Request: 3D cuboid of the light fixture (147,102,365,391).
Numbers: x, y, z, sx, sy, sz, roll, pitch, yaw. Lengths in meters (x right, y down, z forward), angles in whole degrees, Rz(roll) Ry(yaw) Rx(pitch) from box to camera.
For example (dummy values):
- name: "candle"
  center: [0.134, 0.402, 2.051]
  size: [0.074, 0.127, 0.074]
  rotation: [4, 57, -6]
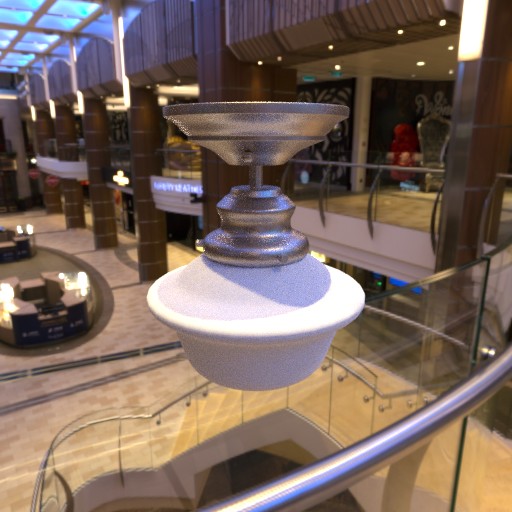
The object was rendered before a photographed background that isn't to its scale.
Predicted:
- name: "light fixture"
  center: [0.000, 0.000, 0.401]
  size: [0.199, 0.254, 0.199]
  rotation: [0, 15, 0]
